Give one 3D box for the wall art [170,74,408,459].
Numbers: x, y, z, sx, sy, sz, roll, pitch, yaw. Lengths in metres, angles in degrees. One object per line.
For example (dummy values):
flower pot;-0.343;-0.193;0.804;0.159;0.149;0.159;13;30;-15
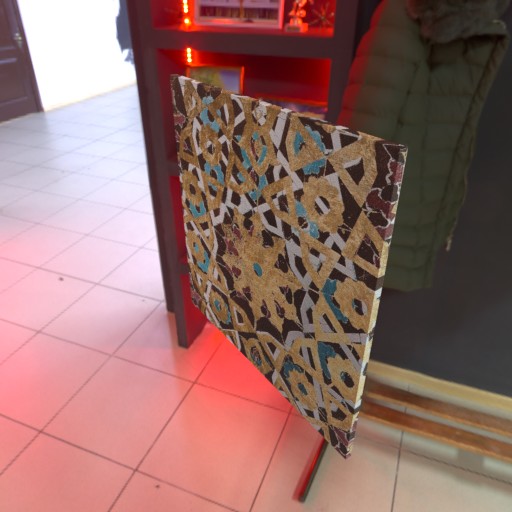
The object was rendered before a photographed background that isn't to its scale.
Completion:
wall art;0.000;0.000;0.600;0.010;0.406;0.404;-21;38;-30
